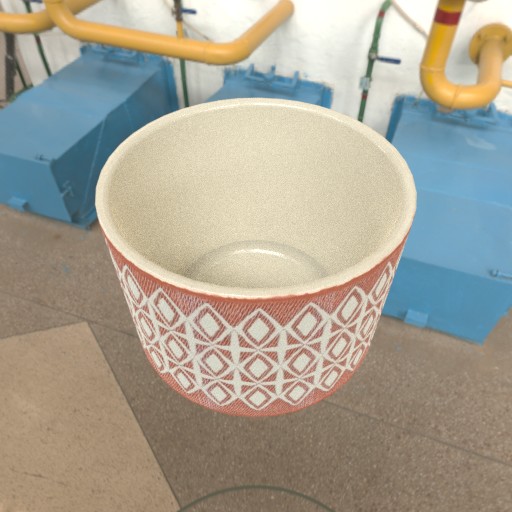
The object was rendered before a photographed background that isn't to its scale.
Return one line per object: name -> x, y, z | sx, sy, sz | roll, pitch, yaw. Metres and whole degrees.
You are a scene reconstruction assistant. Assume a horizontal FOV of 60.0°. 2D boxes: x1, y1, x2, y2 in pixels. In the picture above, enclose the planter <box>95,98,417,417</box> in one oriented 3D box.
planter -> 0.000, 0.000, 0.325 | 0.192, 0.148, 0.192 | 0, 47, 0
